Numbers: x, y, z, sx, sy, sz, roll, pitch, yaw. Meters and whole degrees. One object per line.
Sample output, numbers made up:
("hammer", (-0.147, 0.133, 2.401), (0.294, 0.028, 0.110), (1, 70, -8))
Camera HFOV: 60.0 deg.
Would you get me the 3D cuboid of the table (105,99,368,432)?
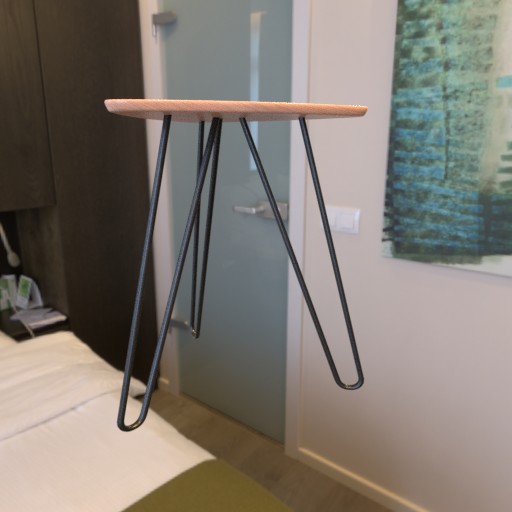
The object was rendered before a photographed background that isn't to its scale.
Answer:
("table", (0.000, 0.000, 0.891), (0.455, 0.564, 0.442), (2, 15, 9))
